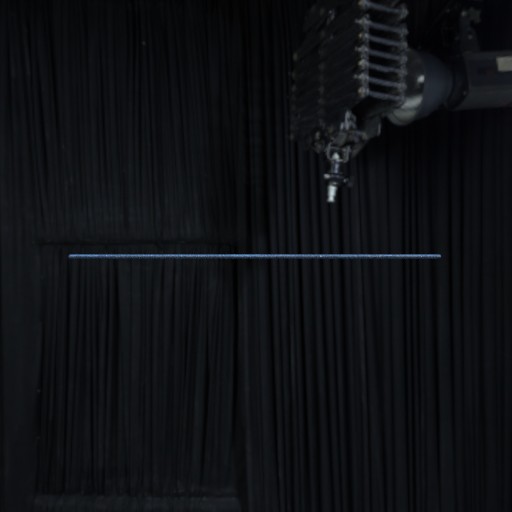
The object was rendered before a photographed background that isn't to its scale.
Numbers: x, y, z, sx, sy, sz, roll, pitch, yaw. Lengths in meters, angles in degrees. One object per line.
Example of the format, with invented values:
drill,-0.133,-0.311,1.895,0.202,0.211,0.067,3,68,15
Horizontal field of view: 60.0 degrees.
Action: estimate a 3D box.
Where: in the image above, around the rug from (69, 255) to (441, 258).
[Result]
rug,0.000,0.000,3.031,1.526,0.015,2.441,0,0,0
